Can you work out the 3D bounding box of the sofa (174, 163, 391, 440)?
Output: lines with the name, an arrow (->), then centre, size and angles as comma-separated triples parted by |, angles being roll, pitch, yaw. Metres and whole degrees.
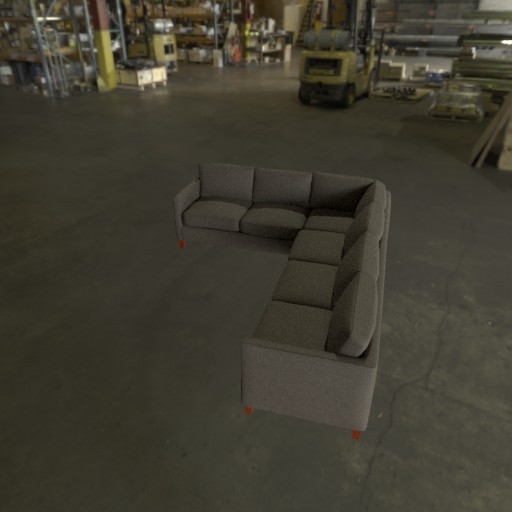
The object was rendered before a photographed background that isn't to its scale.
sofa -> 0.000, 0.000, 4.582 | 2.593, 0.947, 3.302 | 8, 30, 14
